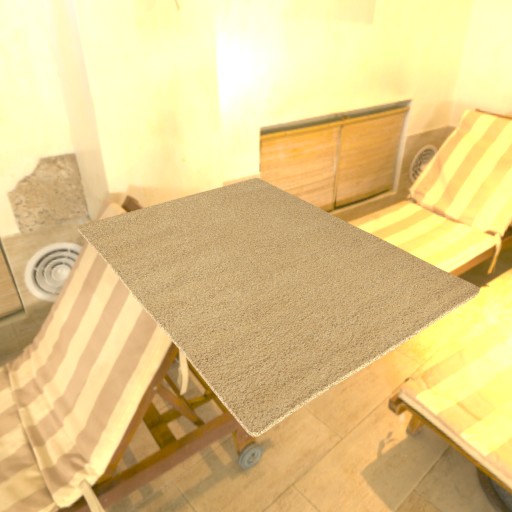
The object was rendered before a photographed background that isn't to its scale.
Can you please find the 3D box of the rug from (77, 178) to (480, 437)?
[{"bbox_3d":[0.000,0.000,2.115,1.199,0.025,1.600,-21,37,-30],"label":"rug"}]
